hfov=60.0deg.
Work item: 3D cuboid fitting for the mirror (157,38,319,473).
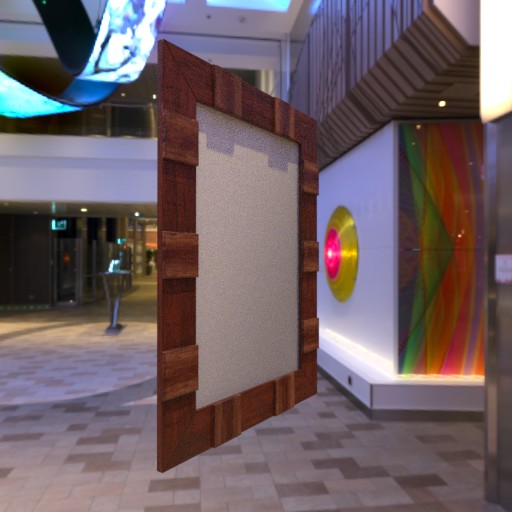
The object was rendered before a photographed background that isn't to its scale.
[{"bbox_3d":[0.000,0.000,1.065,0.021,0.805,0.600,0,0,36],"label":"mirror"}]
